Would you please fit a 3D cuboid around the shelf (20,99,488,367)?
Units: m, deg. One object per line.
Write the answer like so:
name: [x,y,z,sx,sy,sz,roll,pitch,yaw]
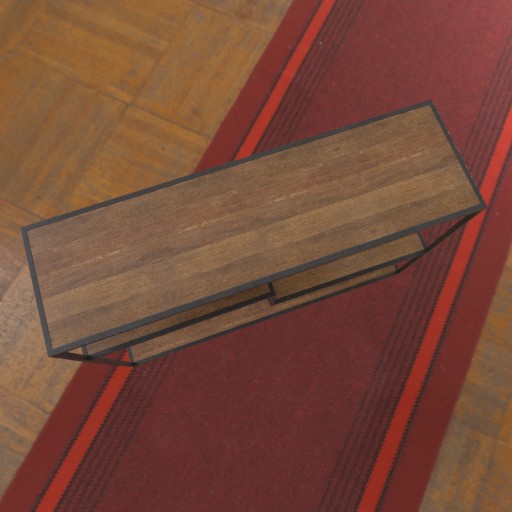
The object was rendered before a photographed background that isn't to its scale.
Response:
shelf: [0.000,0.000,1.552,1.201,0.765,0.361,-18,75,-5]
